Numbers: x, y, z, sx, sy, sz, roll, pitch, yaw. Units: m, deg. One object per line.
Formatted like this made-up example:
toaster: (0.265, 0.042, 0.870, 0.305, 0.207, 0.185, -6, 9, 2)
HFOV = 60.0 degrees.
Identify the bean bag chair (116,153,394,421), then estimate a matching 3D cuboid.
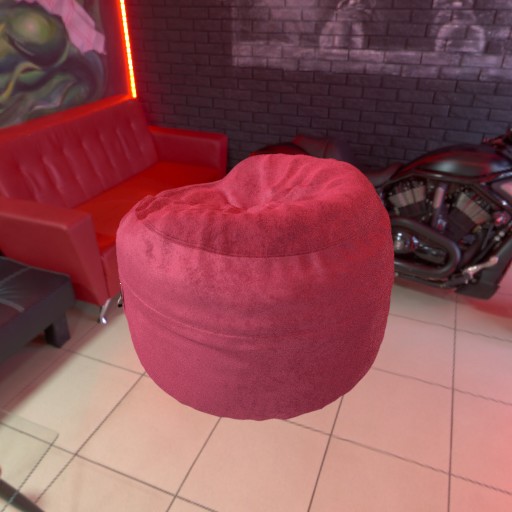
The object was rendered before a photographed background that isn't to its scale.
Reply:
bean bag chair: (0.000, 0.000, 2.002, 1.218, 0.788, 1.218, 0, 30, 0)
